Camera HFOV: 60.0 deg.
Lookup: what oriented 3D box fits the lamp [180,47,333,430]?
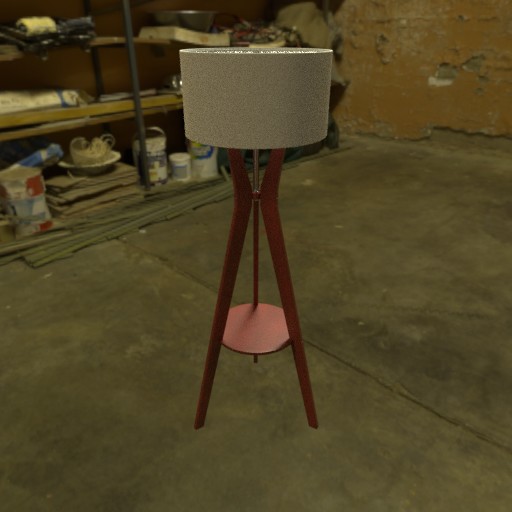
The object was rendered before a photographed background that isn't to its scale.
[{"bbox_3d":[0.000,0.000,1.744,0.539,1.472,0.542,0,27,0],"label":"lamp"}]
